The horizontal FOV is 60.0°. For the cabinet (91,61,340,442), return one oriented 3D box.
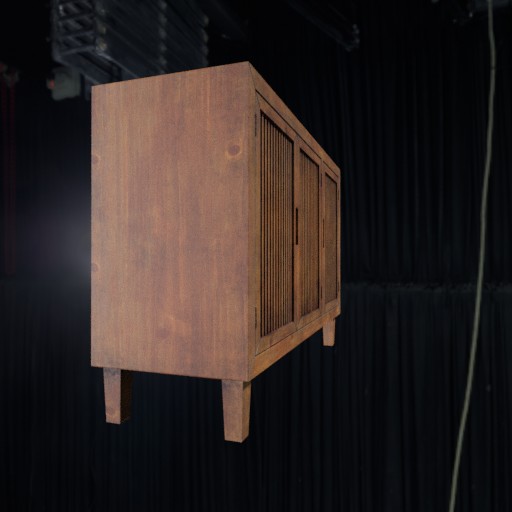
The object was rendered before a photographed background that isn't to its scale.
[{"bbox_3d":[0.000,0.000,1.554,0.403,0.805,1.204,0,0,20],"label":"cabinet"}]
